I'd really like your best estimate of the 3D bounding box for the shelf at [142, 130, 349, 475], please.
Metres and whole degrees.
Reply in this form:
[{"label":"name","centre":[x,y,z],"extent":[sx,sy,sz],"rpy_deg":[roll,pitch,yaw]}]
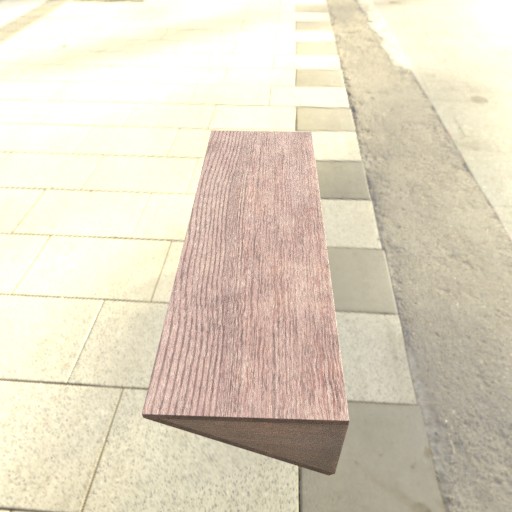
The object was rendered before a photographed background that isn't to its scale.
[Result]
[{"label":"shelf","centre":[0.000,0.000,0.695],"extent":[0.200,0.125,0.610],"rpy_deg":[1,42,1]}]
